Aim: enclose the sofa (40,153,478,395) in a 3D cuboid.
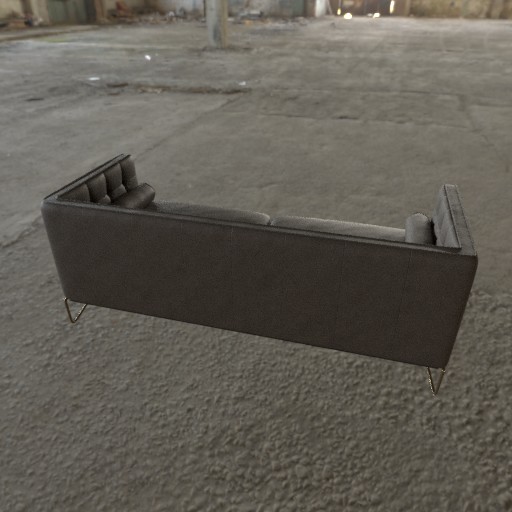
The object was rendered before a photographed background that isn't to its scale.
[{"bbox_3d":[0.000,0.000,2.516,2.087,0.789,0.867,8,32,13],"label":"sofa"}]
